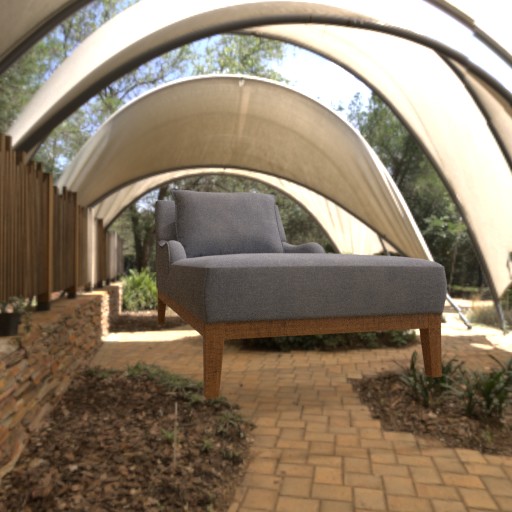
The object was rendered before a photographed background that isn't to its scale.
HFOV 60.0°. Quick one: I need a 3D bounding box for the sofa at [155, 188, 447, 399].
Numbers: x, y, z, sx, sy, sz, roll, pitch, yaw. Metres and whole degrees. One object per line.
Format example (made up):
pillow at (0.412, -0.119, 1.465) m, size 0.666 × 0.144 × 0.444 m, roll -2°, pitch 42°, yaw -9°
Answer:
sofa at (0.000, 0.000, 2.288) m, size 0.904 × 0.883 × 1.779 m, roll 0°, pitch -1°, yaw -17°
